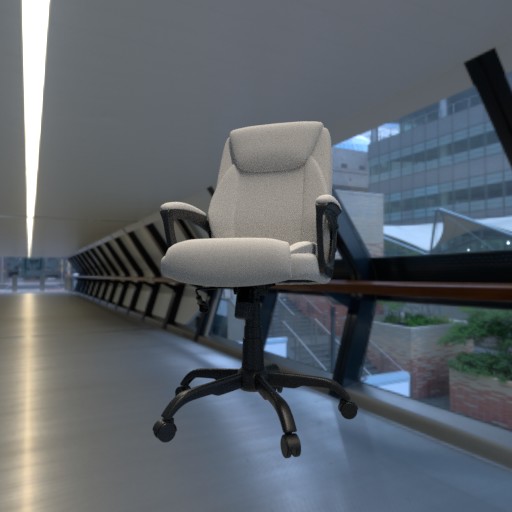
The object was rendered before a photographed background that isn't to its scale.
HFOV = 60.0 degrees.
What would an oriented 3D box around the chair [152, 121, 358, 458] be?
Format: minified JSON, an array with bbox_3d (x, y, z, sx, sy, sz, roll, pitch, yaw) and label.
[{"bbox_3d":[0.000,0.000,1.500,0.663,1.065,0.669,0,-2,17],"label":"chair"}]
